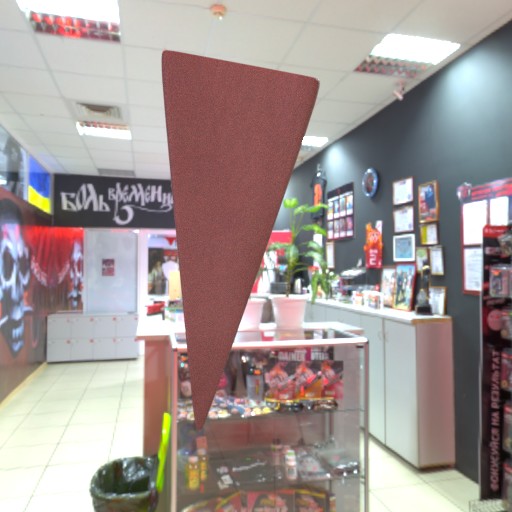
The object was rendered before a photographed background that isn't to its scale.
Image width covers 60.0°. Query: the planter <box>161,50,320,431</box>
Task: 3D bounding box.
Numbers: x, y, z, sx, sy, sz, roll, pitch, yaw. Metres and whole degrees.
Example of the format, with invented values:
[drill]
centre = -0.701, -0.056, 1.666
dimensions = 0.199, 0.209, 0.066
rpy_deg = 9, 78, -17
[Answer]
[planter]
centre = 0.000, 0.000, 0.159
dimensions = 0.047, 0.130, 0.058
rpy_deg = -1, -2, 19
